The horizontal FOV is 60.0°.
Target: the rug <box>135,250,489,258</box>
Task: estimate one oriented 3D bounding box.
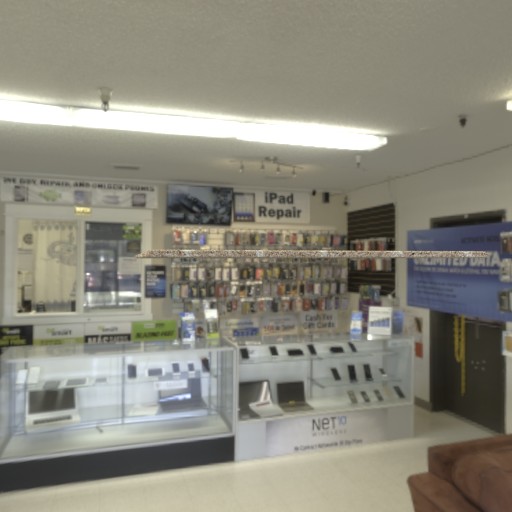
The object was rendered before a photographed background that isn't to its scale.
[{"bbox_3d":[0.000,0.000,2.979,1.524,0.030,2.438,0,0,-16],"label":"rug"}]
